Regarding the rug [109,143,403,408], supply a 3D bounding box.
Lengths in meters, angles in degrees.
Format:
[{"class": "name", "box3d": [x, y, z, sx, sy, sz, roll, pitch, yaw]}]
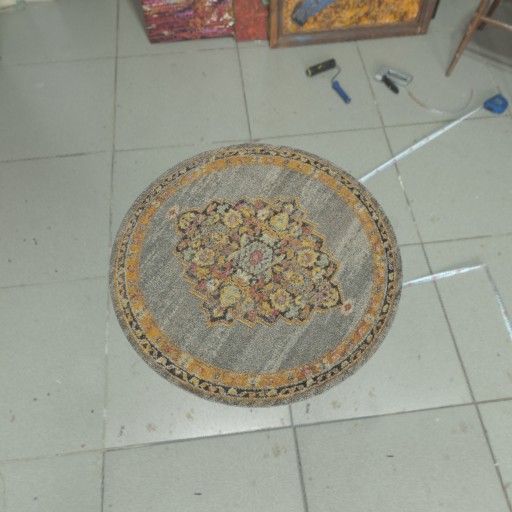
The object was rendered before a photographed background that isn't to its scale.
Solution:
[{"class": "rug", "box3d": [0.000, 0.000, 3.630, 2.382, 0.014, 2.382, 0, 63, 0]}]
